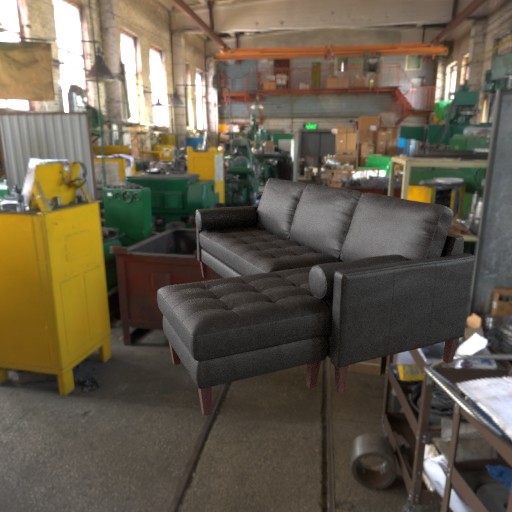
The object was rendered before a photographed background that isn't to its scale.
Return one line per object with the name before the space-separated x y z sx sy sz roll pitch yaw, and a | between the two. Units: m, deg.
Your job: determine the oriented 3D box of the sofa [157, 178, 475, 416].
sofa | 0.000 0.000 2.963 1.497 0.876 2.178 -7 16 -24
